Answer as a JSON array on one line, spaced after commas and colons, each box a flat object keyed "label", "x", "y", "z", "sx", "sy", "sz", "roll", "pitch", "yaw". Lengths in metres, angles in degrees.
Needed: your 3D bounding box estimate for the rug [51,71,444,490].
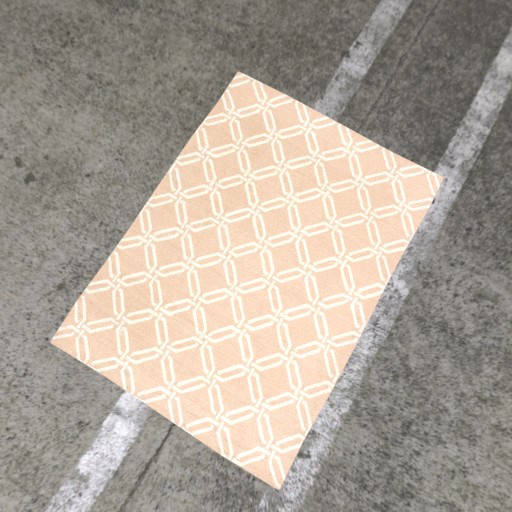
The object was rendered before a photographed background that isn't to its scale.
[{"label": "rug", "x": 0.000, "y": 0.000, "z": 4.267, "sx": 2.452, "sy": 0.020, "sz": 3.365, "roll": 30, "pitch": 78, "yaw": 7}]
